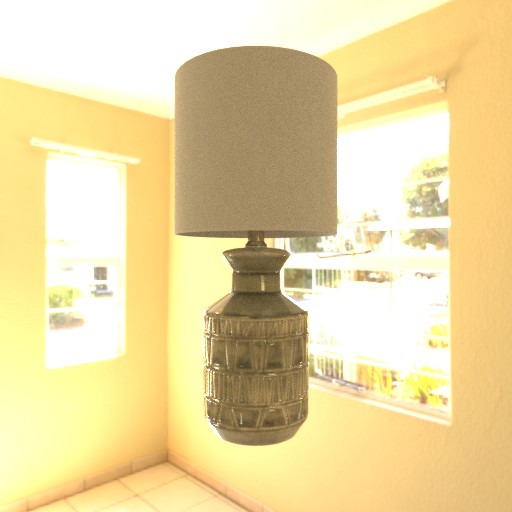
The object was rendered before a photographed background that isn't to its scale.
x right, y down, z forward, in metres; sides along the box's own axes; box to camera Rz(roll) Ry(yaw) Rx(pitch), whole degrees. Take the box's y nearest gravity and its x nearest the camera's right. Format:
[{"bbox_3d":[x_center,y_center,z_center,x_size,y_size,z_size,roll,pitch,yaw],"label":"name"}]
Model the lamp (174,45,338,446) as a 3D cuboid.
[{"bbox_3d":[0.000,0.000,0.583,0.211,0.455,0.211,0,0,37],"label":"lamp"}]
